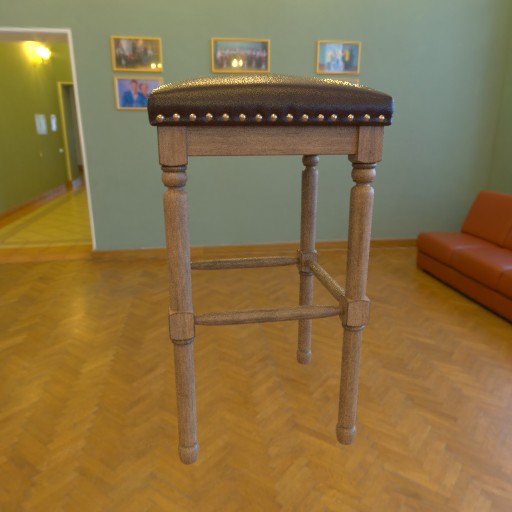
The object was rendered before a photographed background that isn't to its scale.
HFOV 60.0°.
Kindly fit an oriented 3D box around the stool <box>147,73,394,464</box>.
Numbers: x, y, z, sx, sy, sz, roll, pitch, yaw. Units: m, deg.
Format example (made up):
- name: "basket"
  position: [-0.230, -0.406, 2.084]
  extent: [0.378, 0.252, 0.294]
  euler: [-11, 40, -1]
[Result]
- name: "stool"
  position: [0.000, 0.000, 0.924]
  extent: [0.383, 0.702, 0.382]
  euler: [-3, 17, -9]
